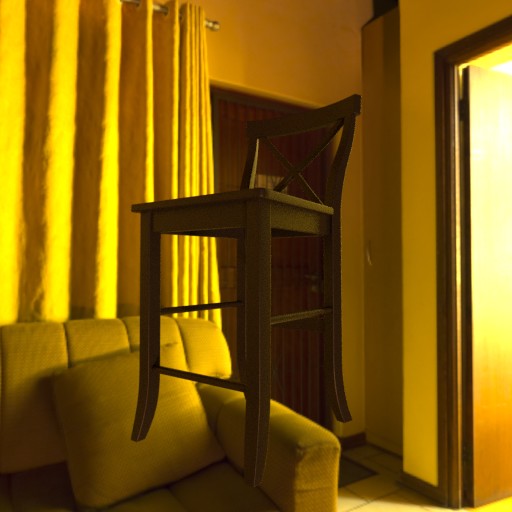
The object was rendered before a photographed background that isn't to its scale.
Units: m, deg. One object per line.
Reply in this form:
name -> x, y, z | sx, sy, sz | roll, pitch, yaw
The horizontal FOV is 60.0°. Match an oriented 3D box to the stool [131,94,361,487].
stool -> 0.000, 0.000, 1.290 | 0.452, 0.989, 0.559 | -1, -2, 38
